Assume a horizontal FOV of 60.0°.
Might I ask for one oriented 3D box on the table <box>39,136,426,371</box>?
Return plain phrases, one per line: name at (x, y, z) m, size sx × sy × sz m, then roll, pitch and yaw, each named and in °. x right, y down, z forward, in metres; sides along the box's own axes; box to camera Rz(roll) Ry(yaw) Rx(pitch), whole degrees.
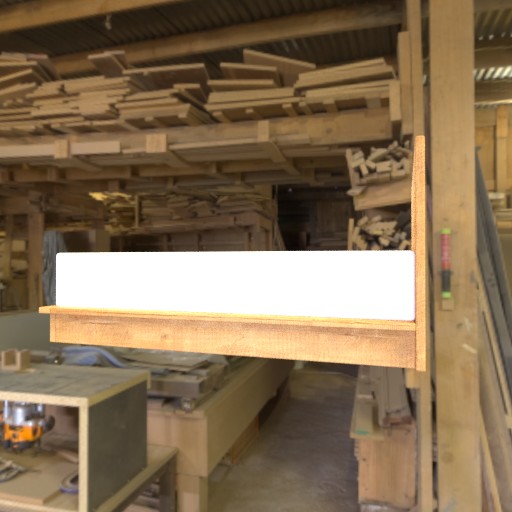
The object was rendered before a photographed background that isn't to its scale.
table at (0.000, 0.000, 3.101) m, size 2.149 × 1.041 × 1.707 m, roll 0°, pitch -1°, yaw 19°
